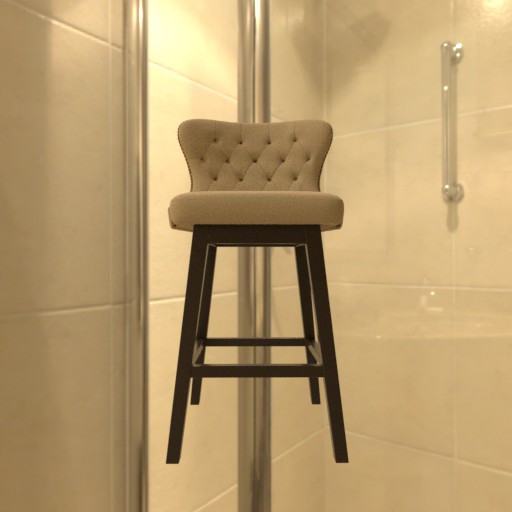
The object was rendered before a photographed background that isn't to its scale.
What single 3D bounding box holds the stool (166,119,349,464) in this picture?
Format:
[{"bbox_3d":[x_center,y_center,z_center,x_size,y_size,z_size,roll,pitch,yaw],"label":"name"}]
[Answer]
[{"bbox_3d":[0.000,0.000,1.331,0.528,0.971,0.593,0,0,-1],"label":"stool"}]
